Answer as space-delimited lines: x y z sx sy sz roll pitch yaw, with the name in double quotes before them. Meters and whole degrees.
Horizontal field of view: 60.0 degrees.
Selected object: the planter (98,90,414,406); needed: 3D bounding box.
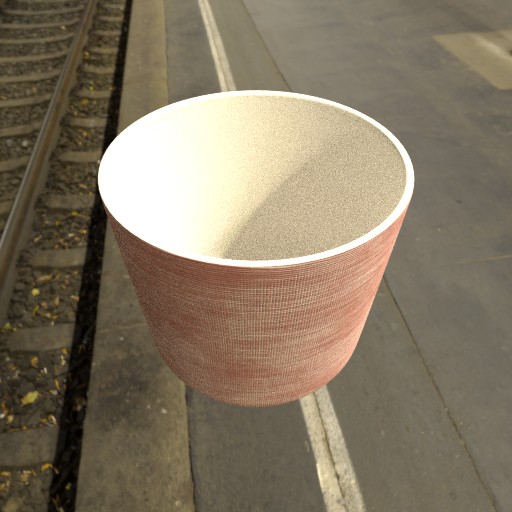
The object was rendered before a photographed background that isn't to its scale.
"planter" 0.000 0.000 0.773 0.440 0.398 0.440 0 44 0
